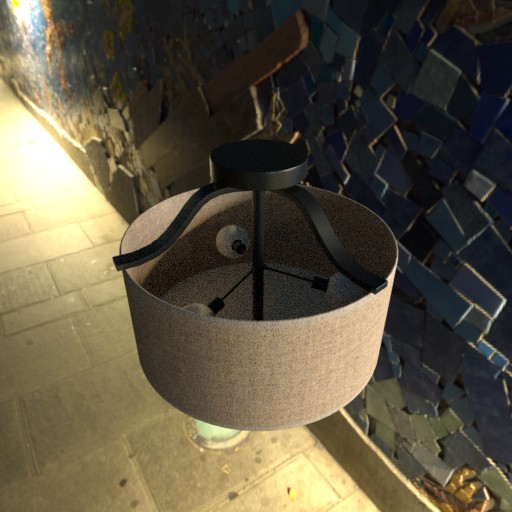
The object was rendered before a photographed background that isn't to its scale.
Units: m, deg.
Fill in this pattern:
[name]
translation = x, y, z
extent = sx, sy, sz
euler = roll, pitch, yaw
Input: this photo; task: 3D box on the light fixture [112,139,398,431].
[light fixture]
translation = 0.000, 0.000, 0.646
extent = 0.390, 0.306, 0.390
euler = 0, 32, 0
